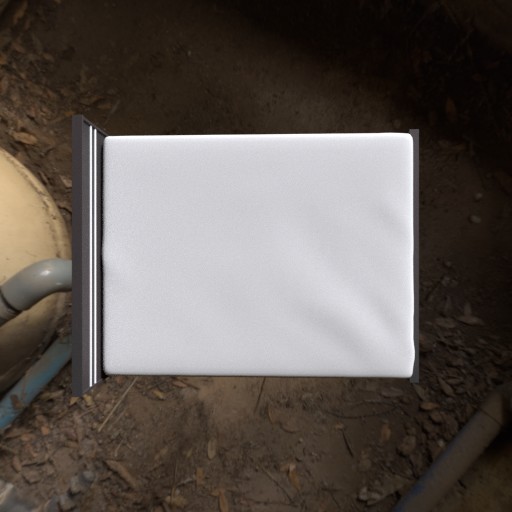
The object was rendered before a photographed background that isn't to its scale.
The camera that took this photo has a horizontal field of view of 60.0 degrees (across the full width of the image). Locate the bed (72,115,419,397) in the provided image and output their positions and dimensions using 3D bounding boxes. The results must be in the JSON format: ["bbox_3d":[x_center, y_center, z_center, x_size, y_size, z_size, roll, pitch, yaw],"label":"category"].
[{"bbox_3d":[0.000,0.000,2.929,2.103,0.808,1.634,0,90,2],"label":"bed"}]
